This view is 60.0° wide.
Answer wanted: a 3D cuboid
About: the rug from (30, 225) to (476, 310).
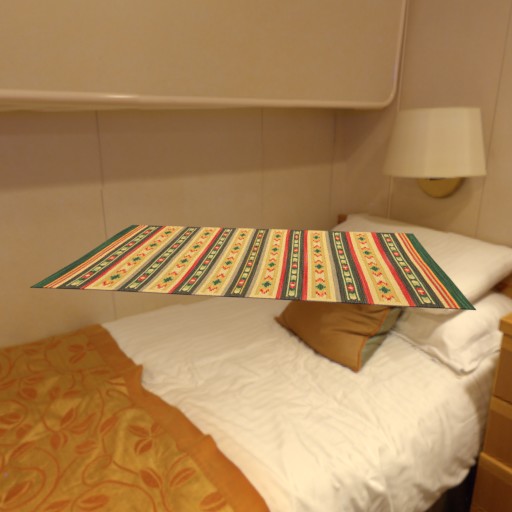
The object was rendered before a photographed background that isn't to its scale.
[{"bbox_3d":[0.000,0.000,3.116,2.447,0.011,1.520,2,18,7],"label":"rug"}]
